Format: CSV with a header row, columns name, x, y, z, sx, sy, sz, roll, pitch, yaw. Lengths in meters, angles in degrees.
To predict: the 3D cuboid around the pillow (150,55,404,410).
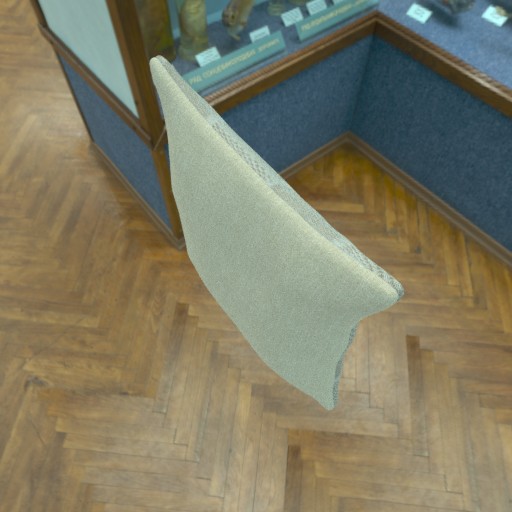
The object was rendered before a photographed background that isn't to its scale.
name,x,y,z,sx,sy,sz,roll,pitch,yaw
pillow,0.000,0.000,0.666,0.138,0.432,0.436,-32,64,-18
